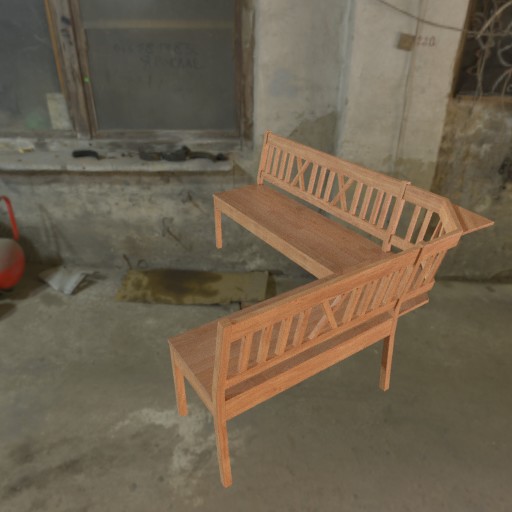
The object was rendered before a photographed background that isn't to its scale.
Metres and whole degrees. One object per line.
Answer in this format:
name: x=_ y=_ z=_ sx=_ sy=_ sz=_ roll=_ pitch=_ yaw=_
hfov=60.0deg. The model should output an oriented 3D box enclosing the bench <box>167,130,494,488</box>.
bench: x=0.000 y=0.000 z=2.686 sx=1.537 sy=0.902 sz=1.937 roll=-18 pitch=35 yaw=-29
